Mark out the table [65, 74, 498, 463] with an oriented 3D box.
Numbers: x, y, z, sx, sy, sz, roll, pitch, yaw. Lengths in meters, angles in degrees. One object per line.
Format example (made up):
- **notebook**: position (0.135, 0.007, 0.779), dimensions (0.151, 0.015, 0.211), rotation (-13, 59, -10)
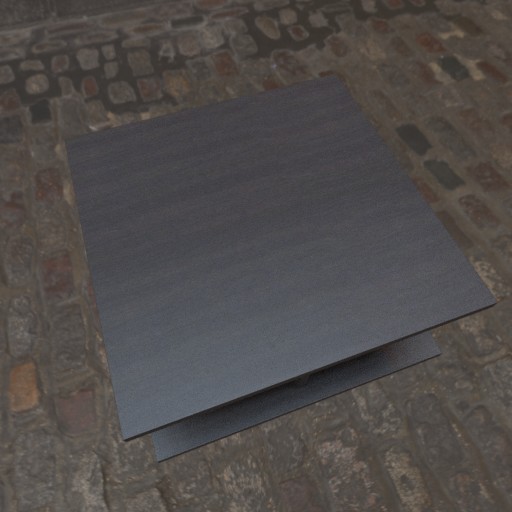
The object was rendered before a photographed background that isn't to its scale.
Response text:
- **table**: position (0.000, 0.000, 1.179), dimensions (0.762, 0.396, 0.762), rotation (-17, 60, -10)
